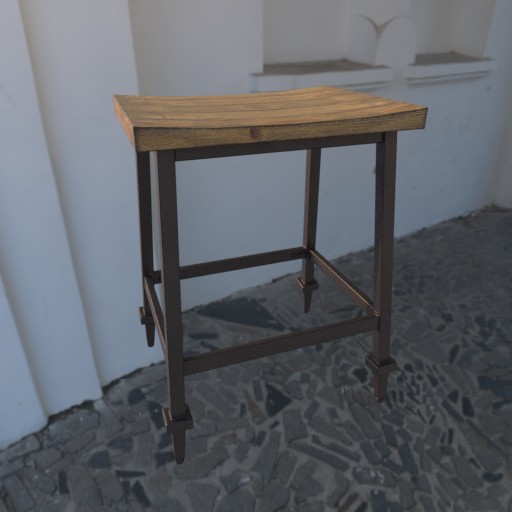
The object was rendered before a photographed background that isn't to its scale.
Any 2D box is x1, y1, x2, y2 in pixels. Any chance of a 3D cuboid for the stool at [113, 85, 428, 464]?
[{"bbox_3d":[0.000,0.000,0.934,0.486,0.625,0.405,-9,28,-18],"label":"stool"}]
